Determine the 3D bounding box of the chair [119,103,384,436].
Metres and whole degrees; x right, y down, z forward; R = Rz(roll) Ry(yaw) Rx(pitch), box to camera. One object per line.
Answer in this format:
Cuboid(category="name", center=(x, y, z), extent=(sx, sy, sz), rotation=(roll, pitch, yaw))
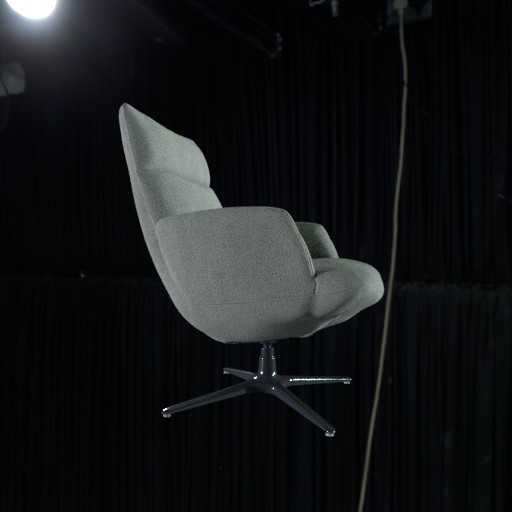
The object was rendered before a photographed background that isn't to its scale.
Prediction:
Cuboid(category="chair", center=(0.000, 0.000, 1.604), extent=(0.889, 1.016, 0.711), rotation=(0, 0, 17))
